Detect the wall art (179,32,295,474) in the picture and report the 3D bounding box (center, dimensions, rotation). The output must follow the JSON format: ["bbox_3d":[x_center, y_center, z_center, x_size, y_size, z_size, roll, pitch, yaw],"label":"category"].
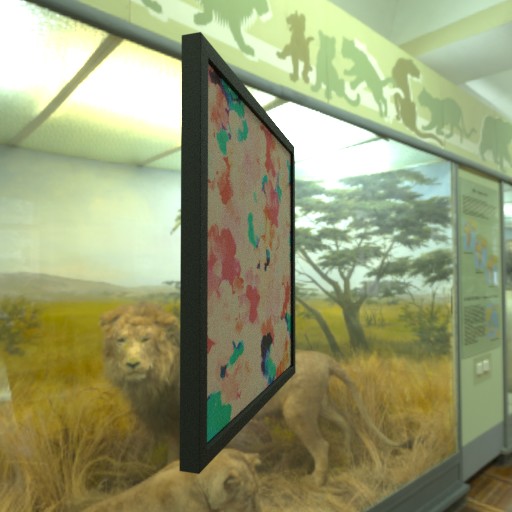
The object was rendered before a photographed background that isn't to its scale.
[{"bbox_3d":[0.000,0.000,0.453,0.015,0.304,0.306,-1,-2,17],"label":"wall art"}]
